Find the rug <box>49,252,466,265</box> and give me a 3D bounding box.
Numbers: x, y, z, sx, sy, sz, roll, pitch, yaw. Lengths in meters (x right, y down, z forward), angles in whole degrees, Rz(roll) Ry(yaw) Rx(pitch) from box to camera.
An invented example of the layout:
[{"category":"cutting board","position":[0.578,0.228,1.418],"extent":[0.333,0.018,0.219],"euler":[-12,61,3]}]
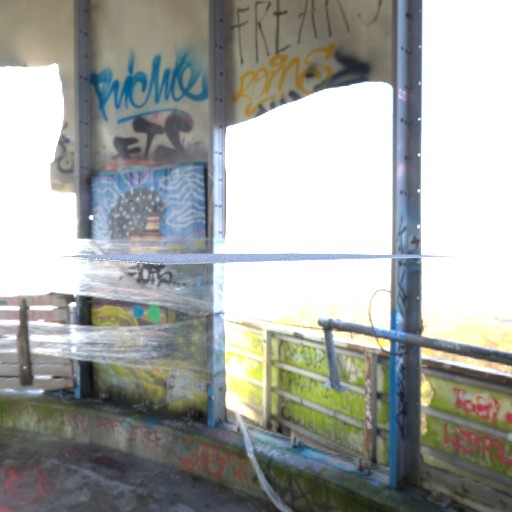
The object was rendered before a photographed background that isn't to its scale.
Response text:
[{"category":"rug","position":[0.000,0.000,4.025],"extent":[2.980,0.012,2.363],"euler":[-1,2,-37]}]
